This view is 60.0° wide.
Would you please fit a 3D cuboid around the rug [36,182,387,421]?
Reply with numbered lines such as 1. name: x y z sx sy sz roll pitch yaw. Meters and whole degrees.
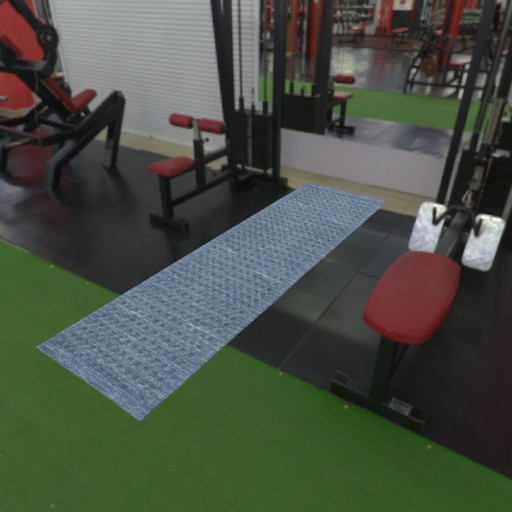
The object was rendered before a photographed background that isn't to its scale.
1. rug: 0.000 0.000 2.674 0.688 0.008 2.443 20 37 30
